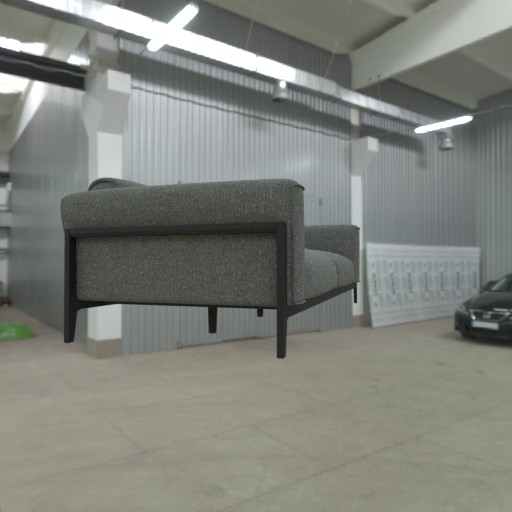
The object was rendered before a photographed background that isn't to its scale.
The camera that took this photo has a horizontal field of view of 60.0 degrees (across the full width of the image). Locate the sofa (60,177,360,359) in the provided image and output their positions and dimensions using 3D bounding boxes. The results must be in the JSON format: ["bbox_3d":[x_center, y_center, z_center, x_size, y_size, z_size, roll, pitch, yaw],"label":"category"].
[{"bbox_3d":[0.000,0.000,2.560,0.985,0.703,2.125,0,-1,19],"label":"sofa"}]
